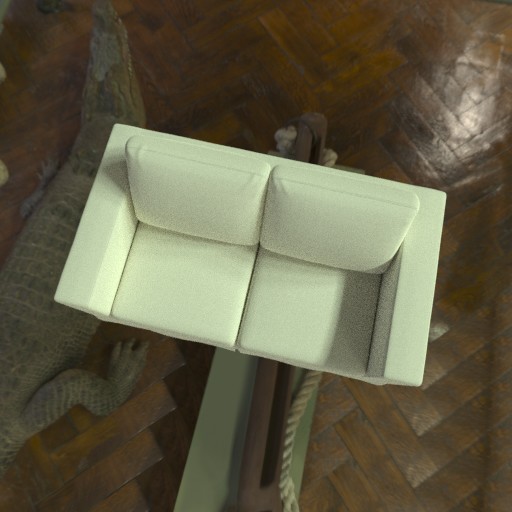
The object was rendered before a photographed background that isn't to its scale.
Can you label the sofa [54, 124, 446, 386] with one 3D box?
[{"bbox_3d":[0.000,0.000,2.407,1.813,0.932,1.009,13,76,3],"label":"sofa"}]
